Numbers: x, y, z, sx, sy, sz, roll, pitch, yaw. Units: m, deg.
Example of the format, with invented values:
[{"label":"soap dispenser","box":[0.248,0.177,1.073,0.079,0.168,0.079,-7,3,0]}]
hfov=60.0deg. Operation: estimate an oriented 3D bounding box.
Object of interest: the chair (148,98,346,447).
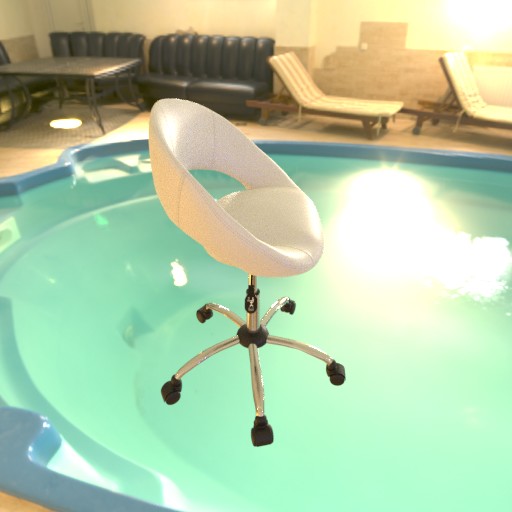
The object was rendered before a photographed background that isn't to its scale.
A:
[{"label":"chair","box":[0.000,0.000,1.187,0.538,0.791,0.612,1,31,1]}]
